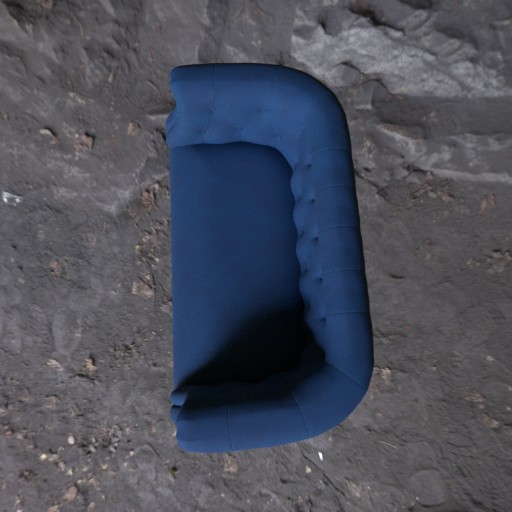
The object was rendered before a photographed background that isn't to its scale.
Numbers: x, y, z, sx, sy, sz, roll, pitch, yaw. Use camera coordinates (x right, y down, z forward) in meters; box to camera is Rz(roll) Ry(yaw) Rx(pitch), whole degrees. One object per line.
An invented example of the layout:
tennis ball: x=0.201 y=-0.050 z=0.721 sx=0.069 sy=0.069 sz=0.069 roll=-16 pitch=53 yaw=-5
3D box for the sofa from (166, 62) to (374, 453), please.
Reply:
sofa: x=0.000 y=0.000 z=2.063 sx=0.835 sy=0.827 sz=1.558 roll=-3 pitch=77 yaw=-1
